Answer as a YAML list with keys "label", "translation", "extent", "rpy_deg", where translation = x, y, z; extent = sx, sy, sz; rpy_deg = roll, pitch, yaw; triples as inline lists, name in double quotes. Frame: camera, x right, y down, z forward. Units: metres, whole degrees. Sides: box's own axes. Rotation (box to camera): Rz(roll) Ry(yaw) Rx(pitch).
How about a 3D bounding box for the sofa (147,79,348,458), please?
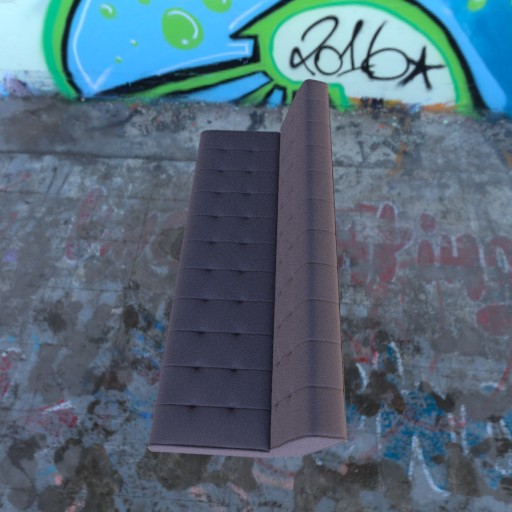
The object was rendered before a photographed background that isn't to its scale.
- label: "sofa"
  translation: [0.000, 0.000, 2.084]
  extent: [0.747, 0.699, 1.703]
  rpy_deg: [3, 58, 2]
